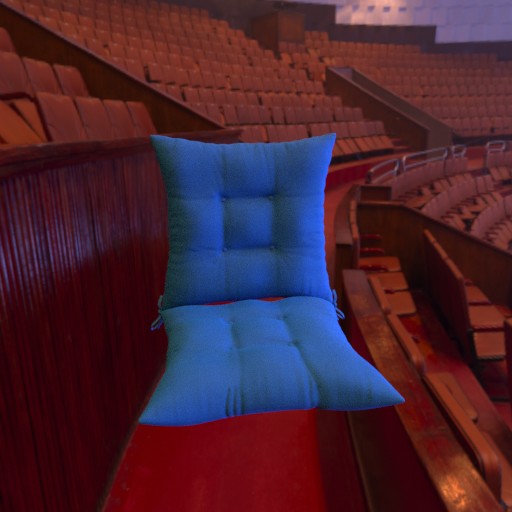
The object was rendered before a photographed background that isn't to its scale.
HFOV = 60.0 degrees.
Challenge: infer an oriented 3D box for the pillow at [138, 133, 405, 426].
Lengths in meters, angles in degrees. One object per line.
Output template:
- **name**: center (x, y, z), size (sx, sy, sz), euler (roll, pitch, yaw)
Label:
- **pillow**: center (0.000, 0.000, 1.033), size (0.541, 0.536, 0.585), euler (-2, 17, -7)
